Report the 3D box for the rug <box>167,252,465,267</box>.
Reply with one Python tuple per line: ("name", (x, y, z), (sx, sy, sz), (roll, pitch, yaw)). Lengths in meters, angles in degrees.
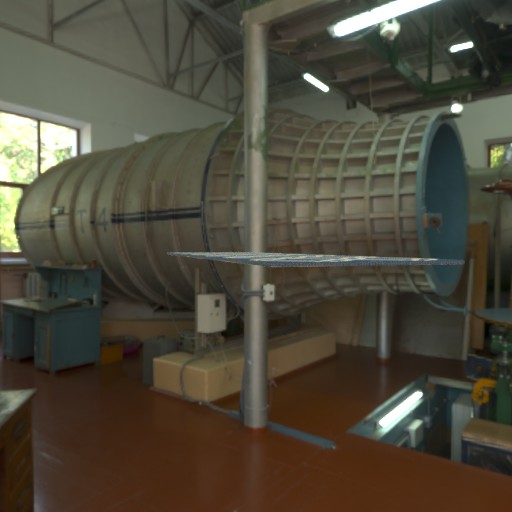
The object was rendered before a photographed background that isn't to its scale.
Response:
("rug", (0.000, 0.000, 2.415), (0.678, 0.014, 2.276), (0, 1, -19))
